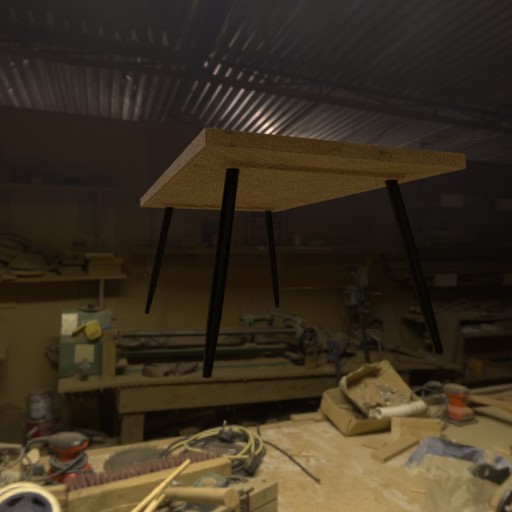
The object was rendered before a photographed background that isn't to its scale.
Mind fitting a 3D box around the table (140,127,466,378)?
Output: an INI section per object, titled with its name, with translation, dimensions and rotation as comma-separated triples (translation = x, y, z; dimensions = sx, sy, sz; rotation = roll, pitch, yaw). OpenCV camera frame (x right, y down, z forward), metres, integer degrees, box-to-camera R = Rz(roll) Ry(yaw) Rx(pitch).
[table]
translation = 0.000, 0.000, 2.319
dimensions = 0.991, 0.762, 1.803
rotation = 0, 0, -20
